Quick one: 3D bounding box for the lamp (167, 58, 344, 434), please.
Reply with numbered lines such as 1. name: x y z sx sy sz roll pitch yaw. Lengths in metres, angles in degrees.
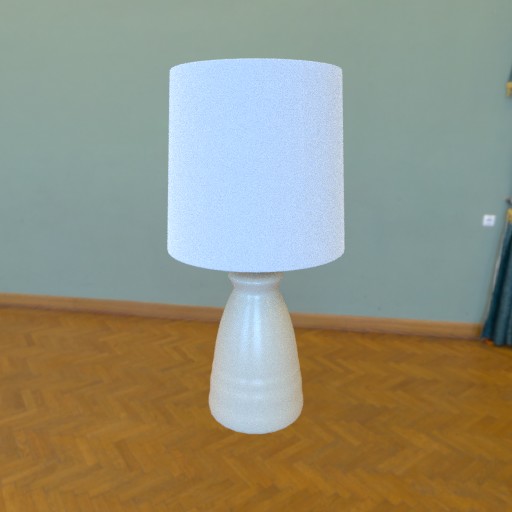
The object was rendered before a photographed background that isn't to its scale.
1. lamp: 0.000 0.000 0.478 0.186 0.369 0.186 0 16 0
